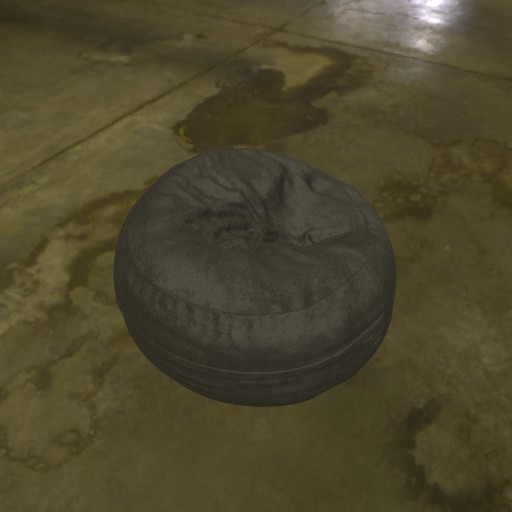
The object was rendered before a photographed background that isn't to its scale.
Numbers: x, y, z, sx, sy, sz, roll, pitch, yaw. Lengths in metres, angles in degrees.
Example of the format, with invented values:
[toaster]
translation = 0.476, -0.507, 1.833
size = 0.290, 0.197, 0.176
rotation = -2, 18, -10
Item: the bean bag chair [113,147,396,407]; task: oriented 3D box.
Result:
[bean bag chair]
translation = 0.000, 0.000, 2.430
size = 1.525, 0.751, 1.525
rotation = 0, 45, 0
